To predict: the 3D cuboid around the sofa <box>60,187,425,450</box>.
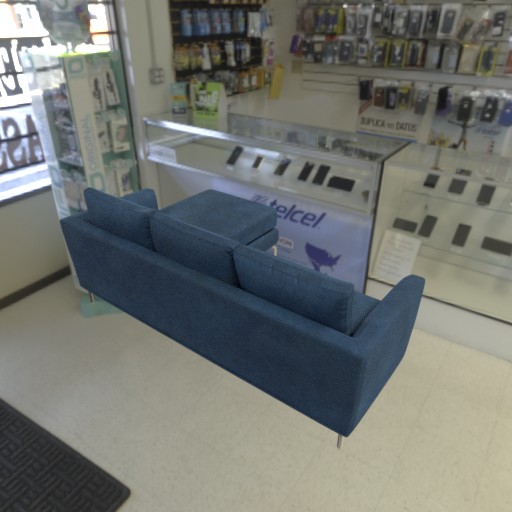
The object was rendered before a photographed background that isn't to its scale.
[{"bbox_3d":[0.000,0.000,3.306,2.438,0.987,1.622,21,35,32],"label":"sofa"}]
